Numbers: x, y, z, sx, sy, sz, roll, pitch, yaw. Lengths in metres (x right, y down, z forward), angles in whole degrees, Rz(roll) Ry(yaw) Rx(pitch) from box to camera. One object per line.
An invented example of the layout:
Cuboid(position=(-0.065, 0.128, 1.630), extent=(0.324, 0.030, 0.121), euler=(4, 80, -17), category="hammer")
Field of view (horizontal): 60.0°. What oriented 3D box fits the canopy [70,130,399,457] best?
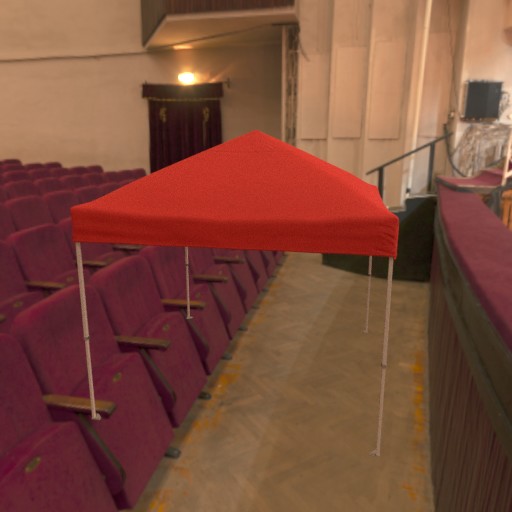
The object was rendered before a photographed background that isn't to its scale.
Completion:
Cuboid(position=(0.000, 0.000, 5.468), extent=(2.996, 2.997, 2.998), euler=(3, 14, 11), category="canopy")
